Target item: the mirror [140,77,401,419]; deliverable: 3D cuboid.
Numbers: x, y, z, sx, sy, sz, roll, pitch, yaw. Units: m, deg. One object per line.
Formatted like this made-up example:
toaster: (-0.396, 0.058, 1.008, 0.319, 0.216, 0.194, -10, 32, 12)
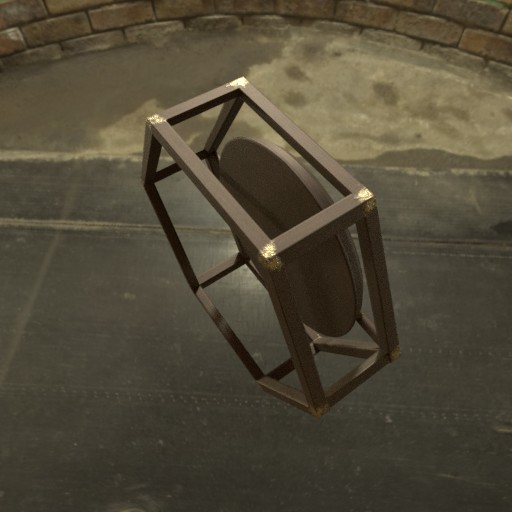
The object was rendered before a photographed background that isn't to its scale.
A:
mirror: (0.000, 0.000, 0.535, 0.119, 0.334, 0.380, -30, 62, -18)
